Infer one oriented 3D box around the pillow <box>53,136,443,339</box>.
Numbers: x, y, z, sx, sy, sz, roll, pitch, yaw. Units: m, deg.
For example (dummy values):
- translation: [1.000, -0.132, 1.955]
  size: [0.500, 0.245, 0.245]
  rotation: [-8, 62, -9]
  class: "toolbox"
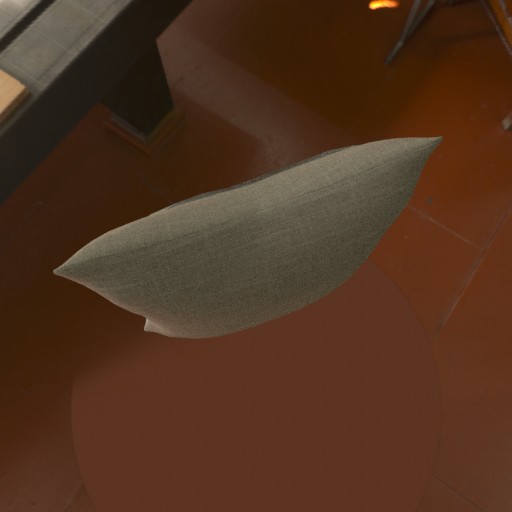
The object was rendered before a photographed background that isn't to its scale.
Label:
- translation: [0.000, 0.000, 0.624]
  size: [0.424, 0.400, 0.169]
  rotation: [-20, 74, -6]
  class: "pillow"
